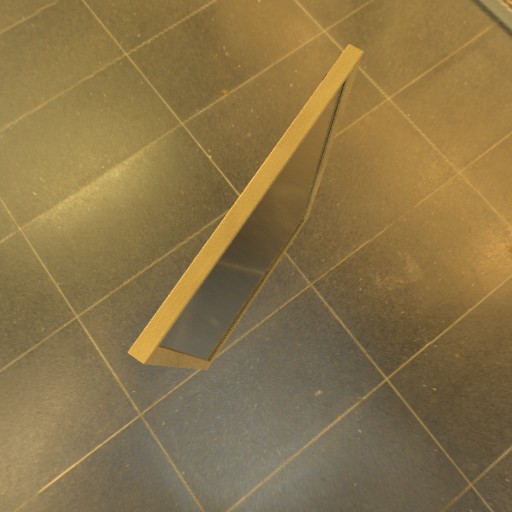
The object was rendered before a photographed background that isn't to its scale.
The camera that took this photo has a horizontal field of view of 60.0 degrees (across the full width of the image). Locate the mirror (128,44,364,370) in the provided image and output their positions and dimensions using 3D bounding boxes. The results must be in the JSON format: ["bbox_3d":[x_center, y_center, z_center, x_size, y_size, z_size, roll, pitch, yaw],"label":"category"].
[{"bbox_3d":[0.000,0.000,1.340,0.040,1.016,0.762,32,77,8],"label":"mirror"}]
